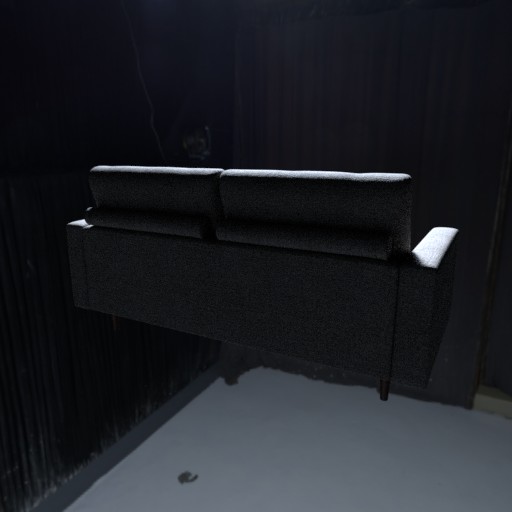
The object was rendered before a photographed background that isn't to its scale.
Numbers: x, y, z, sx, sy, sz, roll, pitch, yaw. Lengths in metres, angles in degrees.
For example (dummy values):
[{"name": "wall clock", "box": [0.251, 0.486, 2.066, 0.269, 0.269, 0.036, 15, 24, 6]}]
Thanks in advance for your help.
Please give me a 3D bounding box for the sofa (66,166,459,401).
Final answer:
[{"name": "sofa", "box": [0.000, 0.000, 2.273, 1.821, 0.902, 0.863, 7, 16, 28]}]
